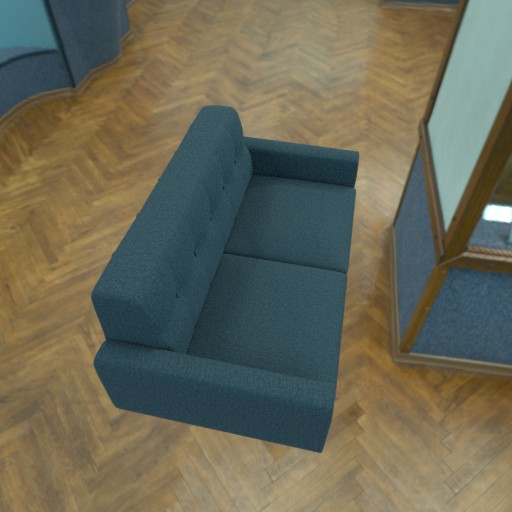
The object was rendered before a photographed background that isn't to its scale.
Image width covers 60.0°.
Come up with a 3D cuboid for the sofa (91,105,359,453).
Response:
[{"bbox_3d":[0.000,0.000,2.270,0.942,0.896,1.651,9,48,8],"label":"sofa"}]
